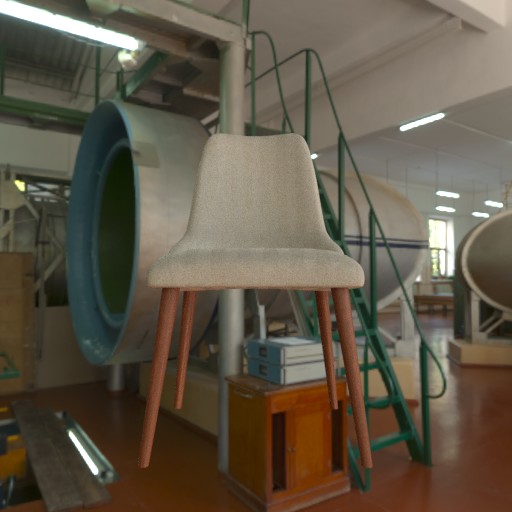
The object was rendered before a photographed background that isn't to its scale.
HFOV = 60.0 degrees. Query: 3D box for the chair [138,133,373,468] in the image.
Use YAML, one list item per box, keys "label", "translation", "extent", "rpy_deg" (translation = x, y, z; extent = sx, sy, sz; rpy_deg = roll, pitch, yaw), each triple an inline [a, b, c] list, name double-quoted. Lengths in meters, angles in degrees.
- label: "chair"
  translation: [0.000, 0.000, 1.289]
  extent: [0.526, 0.917, 0.684]
  rpy_deg: [0, -2, 0]
